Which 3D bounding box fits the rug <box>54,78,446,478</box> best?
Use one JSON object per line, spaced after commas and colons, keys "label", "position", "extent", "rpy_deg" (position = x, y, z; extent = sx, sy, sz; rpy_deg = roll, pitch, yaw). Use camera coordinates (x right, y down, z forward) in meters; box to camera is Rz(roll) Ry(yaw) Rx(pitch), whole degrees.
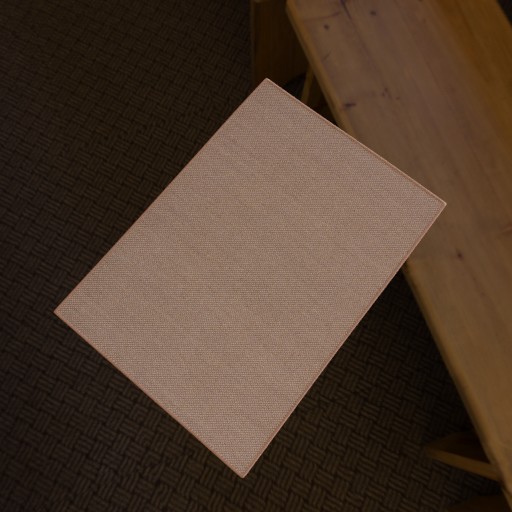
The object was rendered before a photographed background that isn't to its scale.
{"label": "rug", "position": [0.000, 0.000, 2.837], "extent": [1.524, 0.013, 2.134], "rpy_deg": [38, 79, 9]}
